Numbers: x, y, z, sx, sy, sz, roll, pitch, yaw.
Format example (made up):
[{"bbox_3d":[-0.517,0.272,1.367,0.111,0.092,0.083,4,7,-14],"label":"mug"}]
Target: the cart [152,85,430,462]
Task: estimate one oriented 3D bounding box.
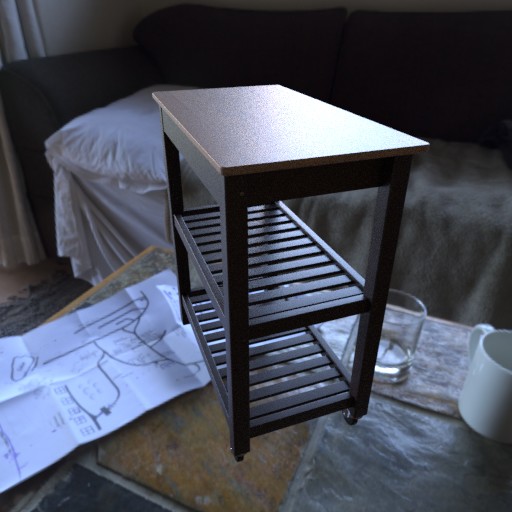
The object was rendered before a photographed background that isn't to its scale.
[{"bbox_3d":[0.000,0.000,1.453,0.457,0.927,0.899,-10,31,-17],"label":"cart"}]
